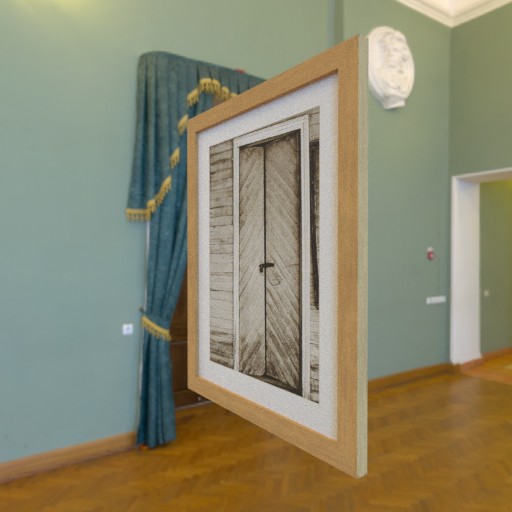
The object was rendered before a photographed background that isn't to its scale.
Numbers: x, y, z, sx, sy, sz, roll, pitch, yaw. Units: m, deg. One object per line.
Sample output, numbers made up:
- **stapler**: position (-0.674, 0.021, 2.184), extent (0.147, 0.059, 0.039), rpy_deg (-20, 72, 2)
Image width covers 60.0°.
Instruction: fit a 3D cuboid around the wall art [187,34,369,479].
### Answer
- **wall art**: position (0.000, 0.000, 0.750), extent (0.020, 0.561, 0.460), rpy_deg (-1, 1, -36)
